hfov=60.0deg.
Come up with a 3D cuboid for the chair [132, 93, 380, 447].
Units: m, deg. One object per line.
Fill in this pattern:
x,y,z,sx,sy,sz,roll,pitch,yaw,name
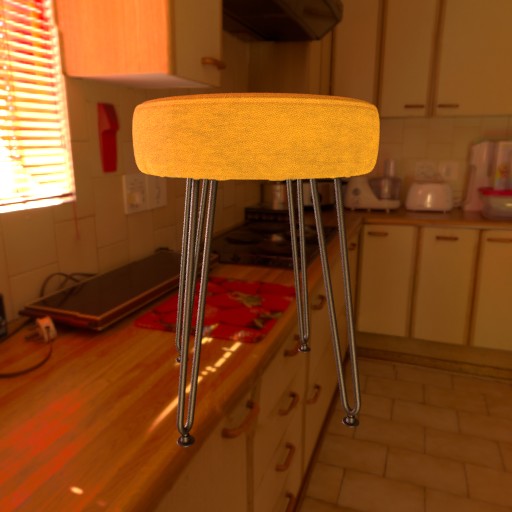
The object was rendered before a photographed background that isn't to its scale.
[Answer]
0.000,0.000,0.686,0.345,0.455,0.345,-3,15,-10,chair
